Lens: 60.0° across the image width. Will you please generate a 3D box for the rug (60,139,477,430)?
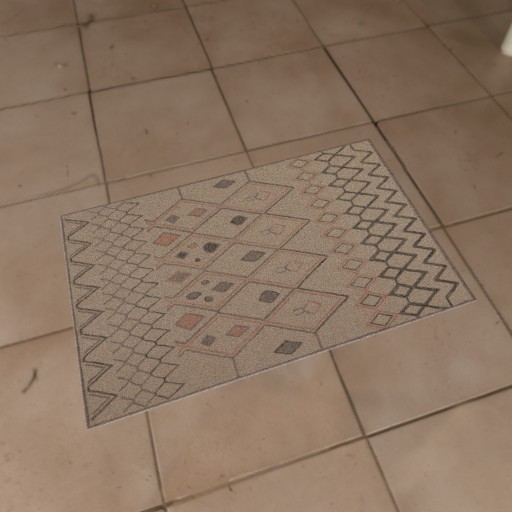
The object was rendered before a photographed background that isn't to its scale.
[{"bbox_3d":[0.000,0.000,2.979,2.438,0.015,1.524,-16,59,-10],"label":"rug"}]
